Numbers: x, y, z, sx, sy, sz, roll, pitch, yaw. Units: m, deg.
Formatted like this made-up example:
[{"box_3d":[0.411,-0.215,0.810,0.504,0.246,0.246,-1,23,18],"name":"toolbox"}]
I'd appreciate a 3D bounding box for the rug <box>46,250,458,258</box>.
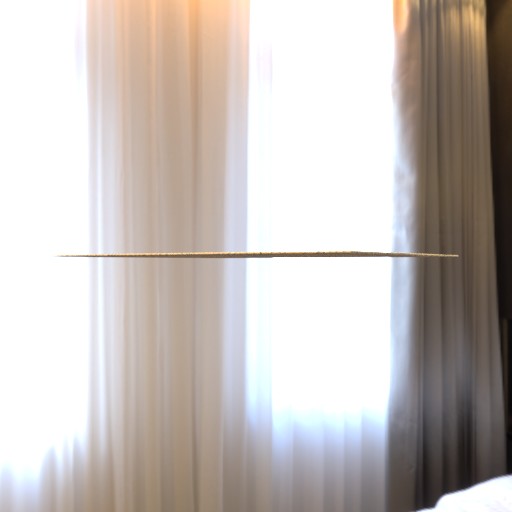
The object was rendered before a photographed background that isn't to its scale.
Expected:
[{"box_3d":[0.000,0.000,4.193,3.049,0.015,2.457,0,-1,37],"name":"rug"}]
